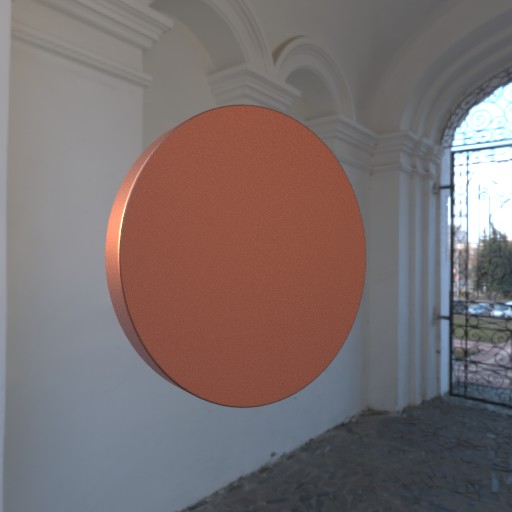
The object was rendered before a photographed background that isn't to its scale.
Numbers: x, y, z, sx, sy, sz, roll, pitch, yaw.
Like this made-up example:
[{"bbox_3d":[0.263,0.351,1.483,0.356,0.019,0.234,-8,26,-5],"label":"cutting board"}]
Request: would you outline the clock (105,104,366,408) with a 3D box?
[{"bbox_3d":[0.000,0.000,0.482,0.313,0.313,0.040,0,-1,-36],"label":"clock"}]
